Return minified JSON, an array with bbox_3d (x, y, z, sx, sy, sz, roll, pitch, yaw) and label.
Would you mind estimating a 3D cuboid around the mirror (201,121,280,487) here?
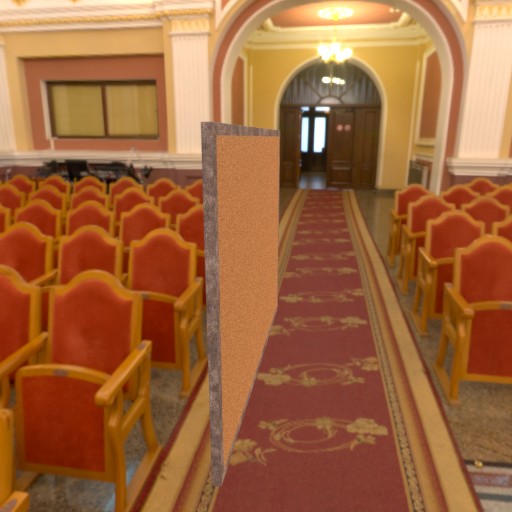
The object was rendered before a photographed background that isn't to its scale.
[{"bbox_3d":[0.000,0.000,1.432,0.022,0.795,1.101,2,15,9],"label":"mirror"}]
